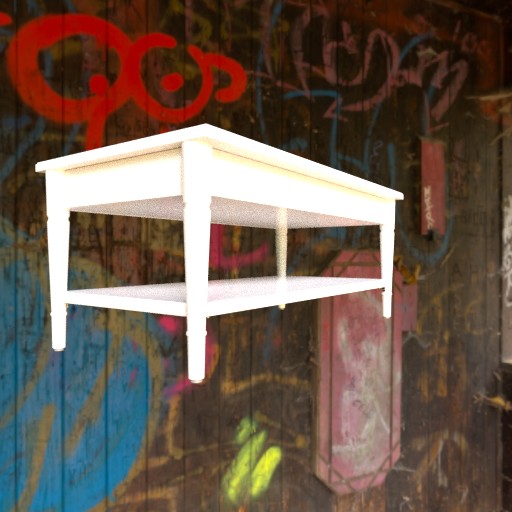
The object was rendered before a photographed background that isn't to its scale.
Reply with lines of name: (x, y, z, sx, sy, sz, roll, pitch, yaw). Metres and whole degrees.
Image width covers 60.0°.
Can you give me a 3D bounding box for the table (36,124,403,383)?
table: (0.000, 0.000, 1.353, 0.559, 0.457, 1.067, 0, 0, 36)
